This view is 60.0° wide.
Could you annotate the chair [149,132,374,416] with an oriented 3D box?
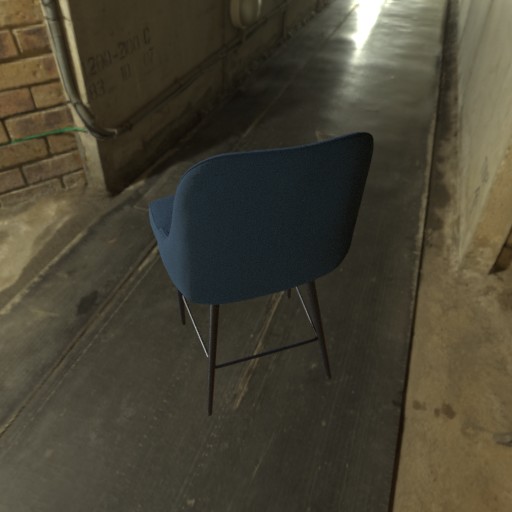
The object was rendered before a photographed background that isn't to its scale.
[{"bbox_3d":[0.000,0.000,1.251,0.526,0.927,0.489,-13,44,-13],"label":"chair"}]
